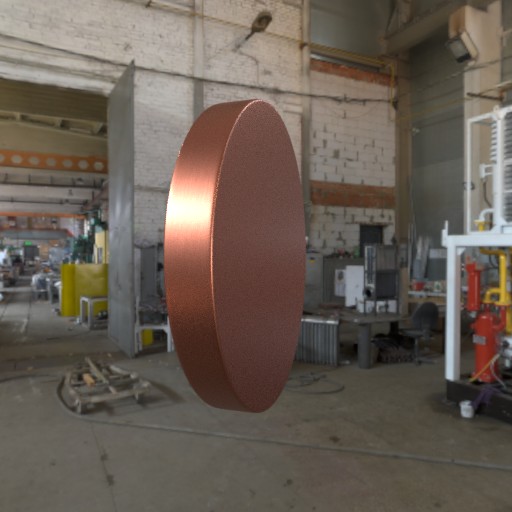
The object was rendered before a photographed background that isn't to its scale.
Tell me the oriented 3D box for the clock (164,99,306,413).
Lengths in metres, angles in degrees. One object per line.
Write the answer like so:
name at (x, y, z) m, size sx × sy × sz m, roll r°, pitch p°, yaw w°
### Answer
clock at (0.000, 0.000, 0.472) m, size 0.040 × 0.313 × 0.313 m, roll 0°, pitch 1°, yaw 19°
